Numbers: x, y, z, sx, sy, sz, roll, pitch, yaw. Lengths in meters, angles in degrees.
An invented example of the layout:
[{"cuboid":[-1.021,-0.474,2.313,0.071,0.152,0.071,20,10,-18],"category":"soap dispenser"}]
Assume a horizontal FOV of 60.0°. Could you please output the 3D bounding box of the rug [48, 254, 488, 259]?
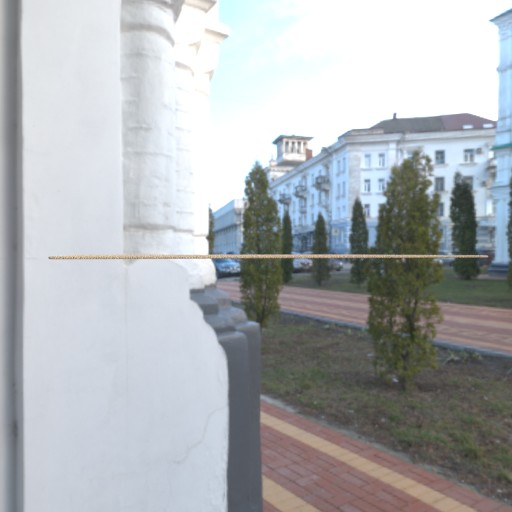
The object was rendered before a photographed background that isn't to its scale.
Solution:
[{"cuboid":[0.000,0.000,2.304,1.829,0.010,1.219,0,0,-18],"category":"rug"}]
